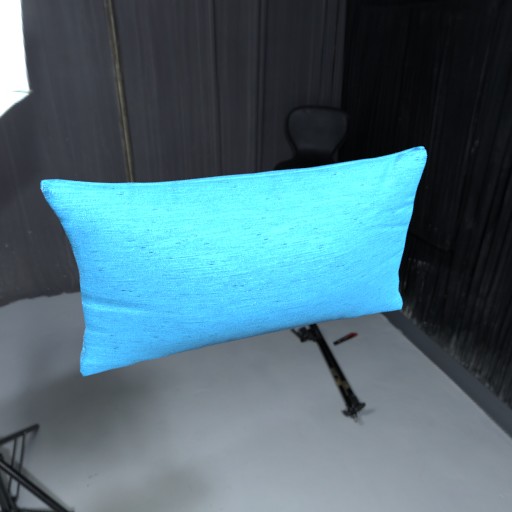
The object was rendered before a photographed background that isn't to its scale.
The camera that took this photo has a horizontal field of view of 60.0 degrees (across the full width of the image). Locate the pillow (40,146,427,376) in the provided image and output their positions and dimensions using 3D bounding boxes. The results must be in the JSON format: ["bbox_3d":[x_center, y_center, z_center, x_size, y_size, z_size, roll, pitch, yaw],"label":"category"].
[{"bbox_3d":[0.000,0.000,0.774,0.633,0.338,0.210,-9,28,-17],"label":"pillow"}]
